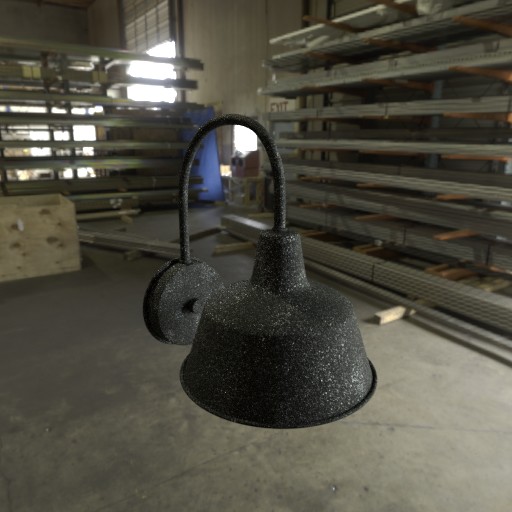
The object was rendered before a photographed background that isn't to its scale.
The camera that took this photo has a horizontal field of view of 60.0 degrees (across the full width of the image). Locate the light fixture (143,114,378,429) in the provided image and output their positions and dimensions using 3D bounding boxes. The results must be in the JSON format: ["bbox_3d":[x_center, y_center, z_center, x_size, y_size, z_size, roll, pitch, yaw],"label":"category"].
[{"bbox_3d":[0.000,0.000,0.486,0.283,0.300,0.216,14,20,42],"label":"light fixture"}]
